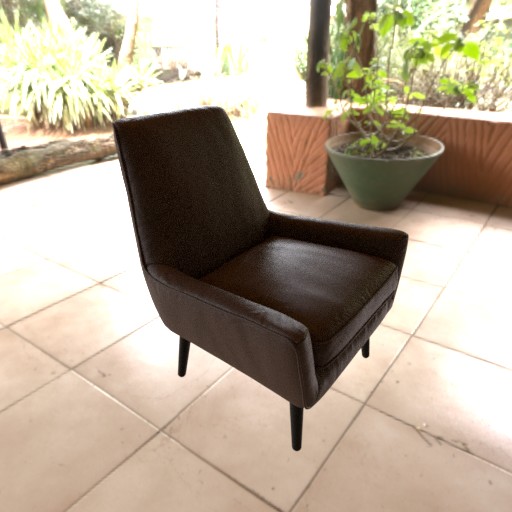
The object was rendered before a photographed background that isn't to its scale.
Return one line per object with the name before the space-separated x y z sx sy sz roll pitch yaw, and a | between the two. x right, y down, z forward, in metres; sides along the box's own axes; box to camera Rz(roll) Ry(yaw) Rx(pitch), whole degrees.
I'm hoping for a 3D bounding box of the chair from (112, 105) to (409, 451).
chair | 0.000 0.000 1.494 0.824 0.888 0.787 17 30 31
